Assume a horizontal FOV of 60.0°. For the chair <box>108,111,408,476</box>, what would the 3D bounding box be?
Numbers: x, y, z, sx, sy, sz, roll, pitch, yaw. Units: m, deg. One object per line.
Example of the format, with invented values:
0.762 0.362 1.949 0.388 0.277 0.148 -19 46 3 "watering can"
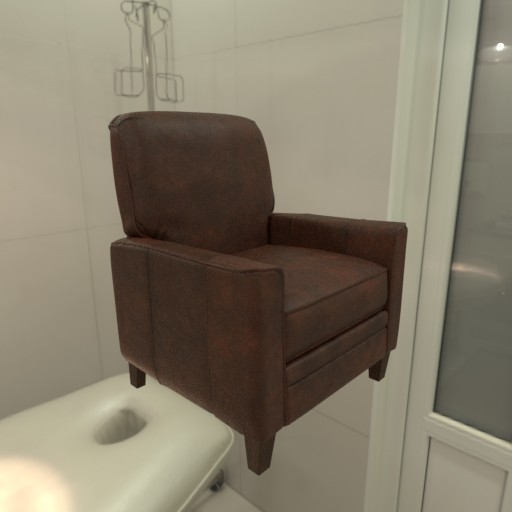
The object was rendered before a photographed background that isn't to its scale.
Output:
0.000 0.000 1.651 0.836 1.043 0.843 14 21 42 "chair"
